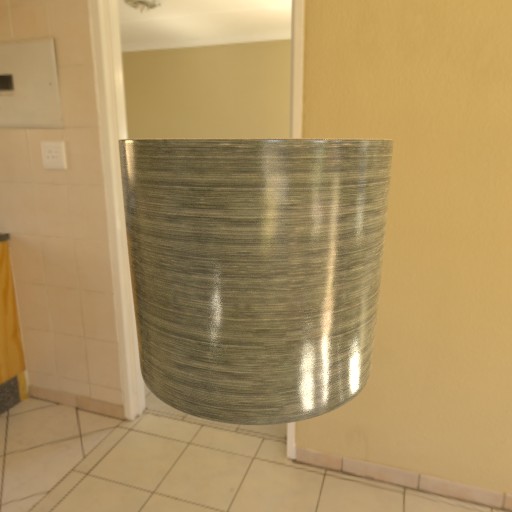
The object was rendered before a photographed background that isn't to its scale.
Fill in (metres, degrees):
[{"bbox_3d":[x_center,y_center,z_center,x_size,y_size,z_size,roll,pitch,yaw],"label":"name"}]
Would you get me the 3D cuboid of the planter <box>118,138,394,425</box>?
[{"bbox_3d":[0.000,0.000,0.397,0.221,0.201,0.221,0,14,0],"label":"planter"}]
